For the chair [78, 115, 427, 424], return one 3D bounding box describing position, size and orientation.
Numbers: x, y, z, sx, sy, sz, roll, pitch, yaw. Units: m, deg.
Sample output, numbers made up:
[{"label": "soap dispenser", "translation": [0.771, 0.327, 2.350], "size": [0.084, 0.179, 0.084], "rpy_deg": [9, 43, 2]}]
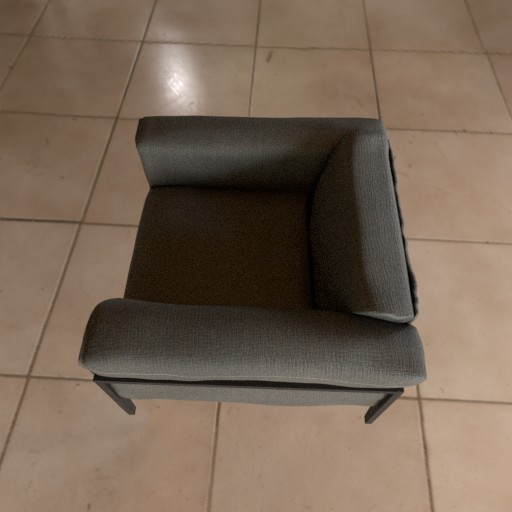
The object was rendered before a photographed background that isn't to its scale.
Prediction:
[{"label": "chair", "translation": [0.000, 0.000, 1.651], "size": [0.969, 0.646, 1.056], "rpy_deg": [2, 58, 1]}]
